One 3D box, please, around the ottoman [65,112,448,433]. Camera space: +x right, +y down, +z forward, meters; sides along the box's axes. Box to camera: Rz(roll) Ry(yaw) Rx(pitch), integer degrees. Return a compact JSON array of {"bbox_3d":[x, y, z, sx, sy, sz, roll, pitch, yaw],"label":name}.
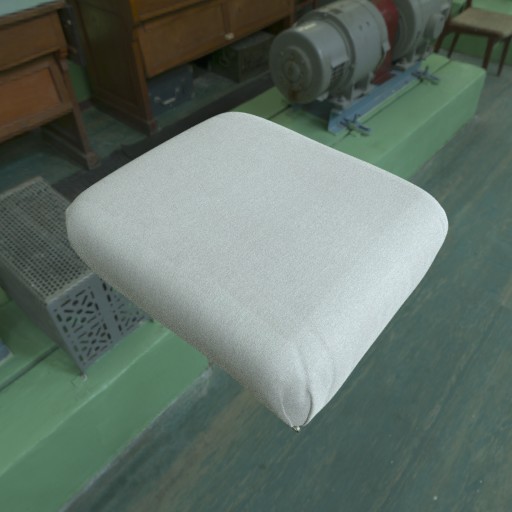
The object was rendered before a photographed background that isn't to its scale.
[{"bbox_3d":[0.000,0.000,1.148,0.746,0.450,0.639,31,54,26],"label":"ottoman"}]
